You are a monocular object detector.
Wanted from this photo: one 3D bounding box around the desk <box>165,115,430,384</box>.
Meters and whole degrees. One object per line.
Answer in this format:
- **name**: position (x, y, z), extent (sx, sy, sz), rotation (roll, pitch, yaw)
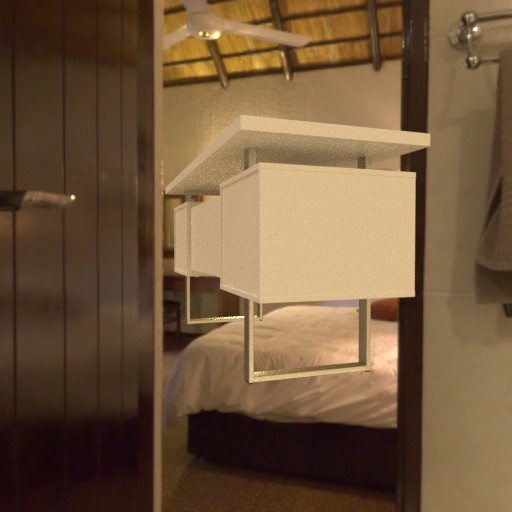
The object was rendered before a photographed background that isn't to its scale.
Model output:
- **desk**: position (0.000, 0.000, 1.983), extent (0.603, 0.773, 1.530), rotation (0, 1, -19)
